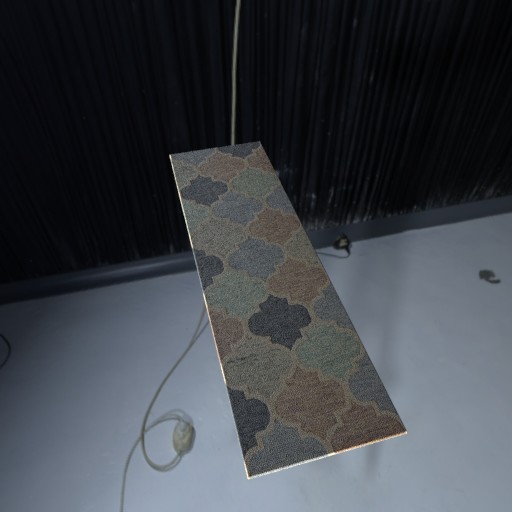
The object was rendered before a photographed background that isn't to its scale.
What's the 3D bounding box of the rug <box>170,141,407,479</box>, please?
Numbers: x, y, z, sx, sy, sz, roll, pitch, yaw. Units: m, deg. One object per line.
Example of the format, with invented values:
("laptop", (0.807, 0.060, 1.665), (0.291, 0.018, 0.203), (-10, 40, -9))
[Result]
("rug", (0.000, 0.000, 2.541), (0.687, 0.011, 2.287), (-11, 48, -10))
